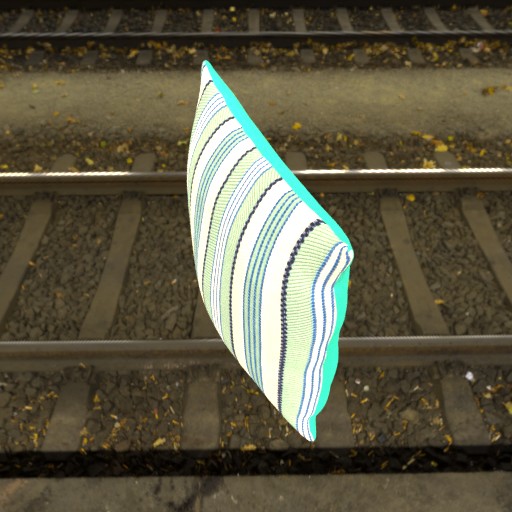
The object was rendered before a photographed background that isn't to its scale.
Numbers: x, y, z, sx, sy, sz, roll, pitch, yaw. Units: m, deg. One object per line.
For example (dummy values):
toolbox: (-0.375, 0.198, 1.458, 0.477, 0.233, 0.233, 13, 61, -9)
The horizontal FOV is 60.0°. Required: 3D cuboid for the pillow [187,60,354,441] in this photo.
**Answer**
pillow: (0.000, 0.000, 0.682, 0.182, 0.441, 0.440, -16, 48, -15)
